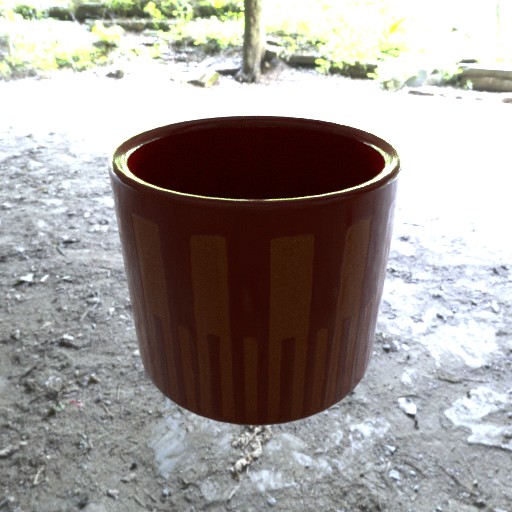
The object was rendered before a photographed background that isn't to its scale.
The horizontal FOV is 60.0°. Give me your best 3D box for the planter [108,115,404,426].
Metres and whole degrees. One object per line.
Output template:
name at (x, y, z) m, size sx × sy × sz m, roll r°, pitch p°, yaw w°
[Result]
planter at (0.000, 0.000, 0.405) m, size 0.230 × 0.202 × 0.230 m, roll 0°, pitch 30°, yaw 0°
